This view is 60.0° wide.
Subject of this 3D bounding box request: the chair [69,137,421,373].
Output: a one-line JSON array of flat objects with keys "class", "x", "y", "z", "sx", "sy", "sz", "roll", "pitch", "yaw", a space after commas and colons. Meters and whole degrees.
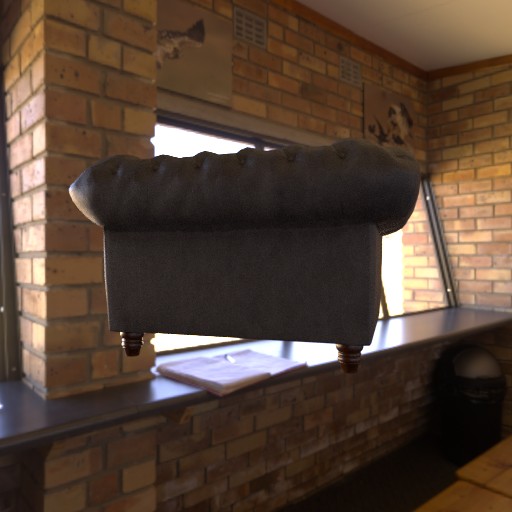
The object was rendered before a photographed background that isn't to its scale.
[{"class": "chair", "x": 0.000, "y": 0.000, "z": 1.896, "sx": 1.298, "sy": 0.780, "sz": 0.943, "roll": 0, "pitch": 0, "yaw": 17}]
